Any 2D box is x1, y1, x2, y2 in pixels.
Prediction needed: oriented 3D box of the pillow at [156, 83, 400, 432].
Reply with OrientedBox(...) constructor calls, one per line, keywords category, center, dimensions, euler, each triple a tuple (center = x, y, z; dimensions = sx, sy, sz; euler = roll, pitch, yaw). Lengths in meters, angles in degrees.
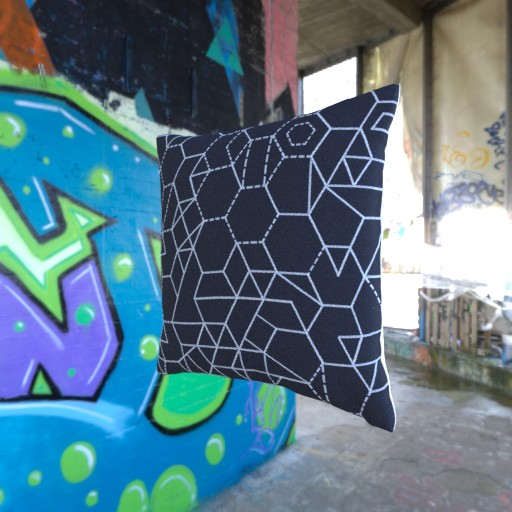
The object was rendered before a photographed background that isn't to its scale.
OrientedBox(category="pillow", center=(0.000, 0.000, 0.795), dimensions=(0.517, 0.508, 0.158), euler=(0, 1, 36))
